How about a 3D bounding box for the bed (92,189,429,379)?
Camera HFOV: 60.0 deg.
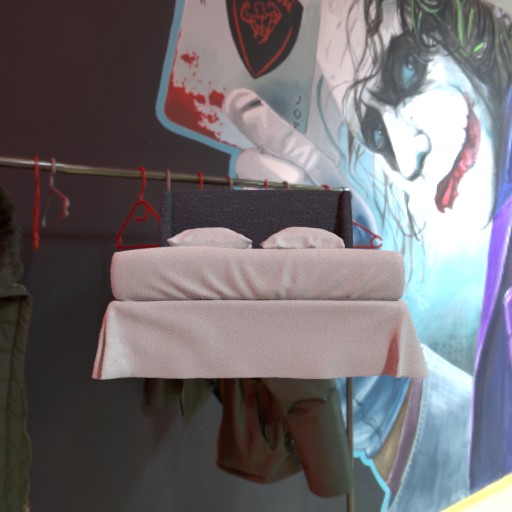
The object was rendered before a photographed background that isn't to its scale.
[{"bbox_3d":[0.000,0.000,3.445,1.925,1.332,2.276,0,0,0],"label":"bed"}]
